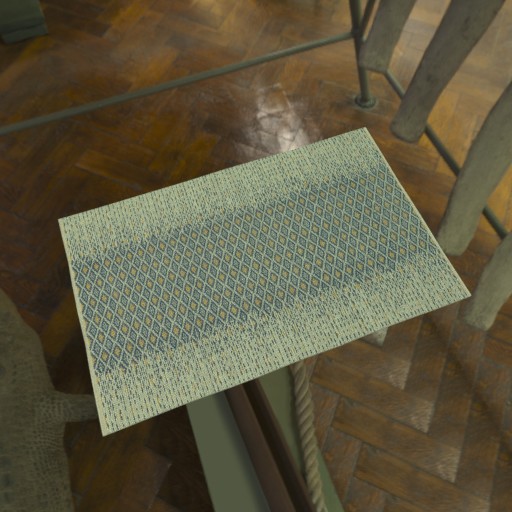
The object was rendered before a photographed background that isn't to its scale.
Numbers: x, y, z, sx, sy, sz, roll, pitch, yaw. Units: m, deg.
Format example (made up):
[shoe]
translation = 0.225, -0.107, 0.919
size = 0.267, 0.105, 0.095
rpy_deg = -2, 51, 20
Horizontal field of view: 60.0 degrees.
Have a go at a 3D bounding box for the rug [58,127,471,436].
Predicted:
[rug]
translation = 0.000, 0.000, 3.041
size = 2.448, 0.008, 1.541
rpy_deg = -19, 65, -9
